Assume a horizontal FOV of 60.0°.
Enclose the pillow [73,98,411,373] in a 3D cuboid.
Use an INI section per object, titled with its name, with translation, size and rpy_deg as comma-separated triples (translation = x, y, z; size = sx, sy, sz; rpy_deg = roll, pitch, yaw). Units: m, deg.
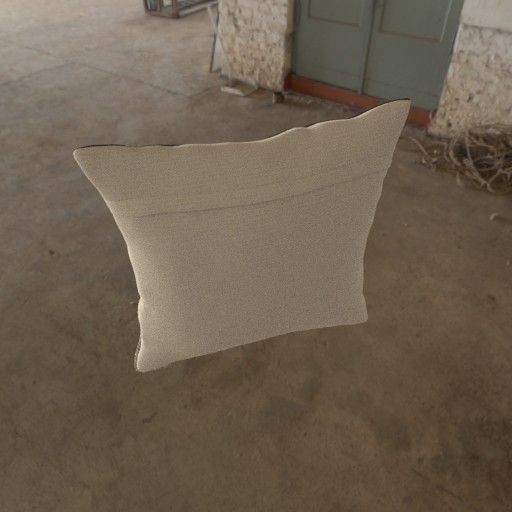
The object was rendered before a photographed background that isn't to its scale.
[pillow]
translation = 0.000, 0.000, 0.737
size = 0.475, 0.473, 0.178
rpy_deg = -11, 43, -13
